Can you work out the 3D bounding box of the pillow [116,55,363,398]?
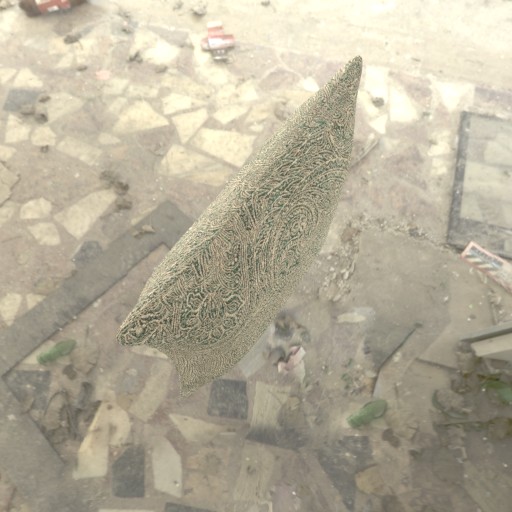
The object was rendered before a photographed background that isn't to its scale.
[{"bbox_3d":[0.000,0.000,0.791,0.166,0.507,0.526,33,69,14],"label":"pillow"}]
